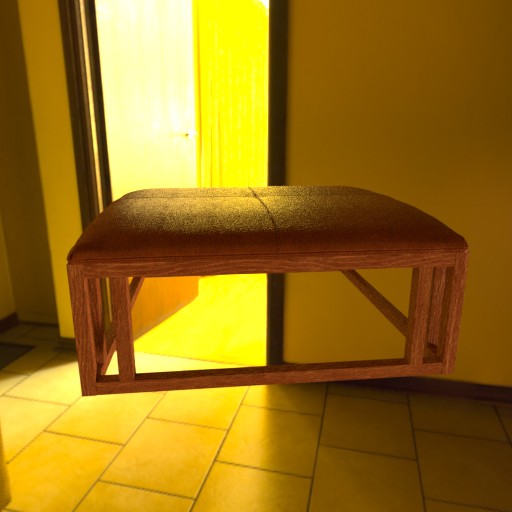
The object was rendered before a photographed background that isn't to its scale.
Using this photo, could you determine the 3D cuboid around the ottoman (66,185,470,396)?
[{"bbox_3d":[0.000,0.000,1.615,1.016,0.442,1.013,-2,16,-6],"label":"ottoman"}]
